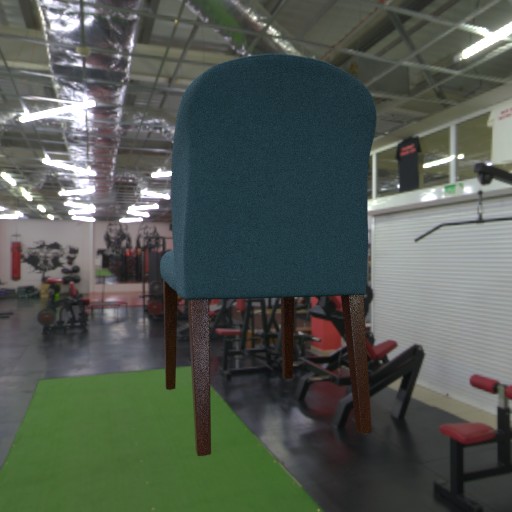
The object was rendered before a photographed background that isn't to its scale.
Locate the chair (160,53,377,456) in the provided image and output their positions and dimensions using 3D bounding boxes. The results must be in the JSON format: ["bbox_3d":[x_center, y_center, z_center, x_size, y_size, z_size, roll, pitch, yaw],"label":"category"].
[{"bbox_3d":[0.000,0.000,1.264,0.507,0.879,0.620,0,-1,-18],"label":"chair"}]
